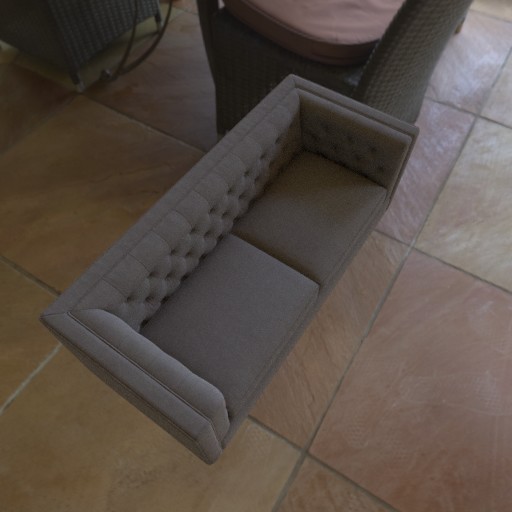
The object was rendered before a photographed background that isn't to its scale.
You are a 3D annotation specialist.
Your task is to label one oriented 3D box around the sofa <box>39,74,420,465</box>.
[{"bbox_3d":[0.000,0.000,2.242,0.775,0.762,1.778,30,63,18],"label":"sofa"}]
